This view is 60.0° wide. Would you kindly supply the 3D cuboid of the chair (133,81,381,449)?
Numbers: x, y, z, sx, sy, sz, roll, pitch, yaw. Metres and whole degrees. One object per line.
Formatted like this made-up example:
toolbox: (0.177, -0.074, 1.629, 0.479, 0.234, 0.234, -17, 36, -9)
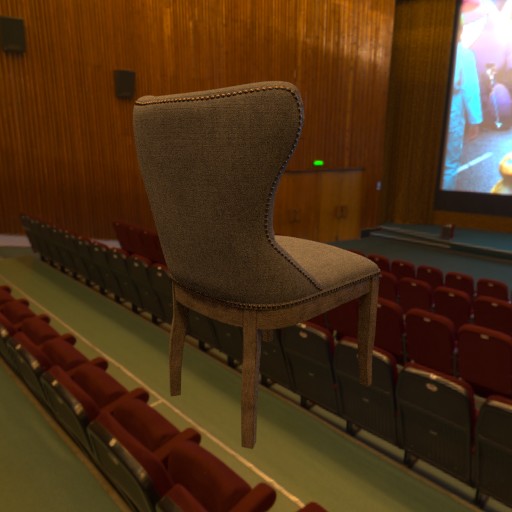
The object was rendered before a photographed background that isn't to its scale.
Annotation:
chair: (0.000, 0.000, 1.459, 0.681, 1.002, 0.654, -14, 21, -43)
